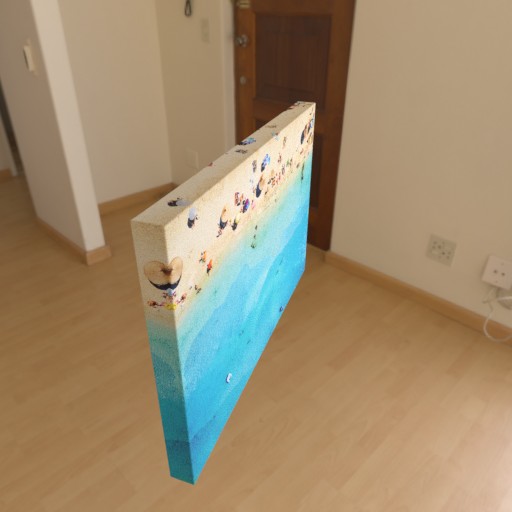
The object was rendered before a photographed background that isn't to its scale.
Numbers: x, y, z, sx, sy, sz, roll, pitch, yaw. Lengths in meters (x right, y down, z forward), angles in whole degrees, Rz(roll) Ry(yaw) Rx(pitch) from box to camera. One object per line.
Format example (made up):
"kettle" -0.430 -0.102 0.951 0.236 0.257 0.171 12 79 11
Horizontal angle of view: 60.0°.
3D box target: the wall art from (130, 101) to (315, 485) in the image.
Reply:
"wall art" 0.000 0.000 1.134 0.057 0.595 0.894 10 32 17
